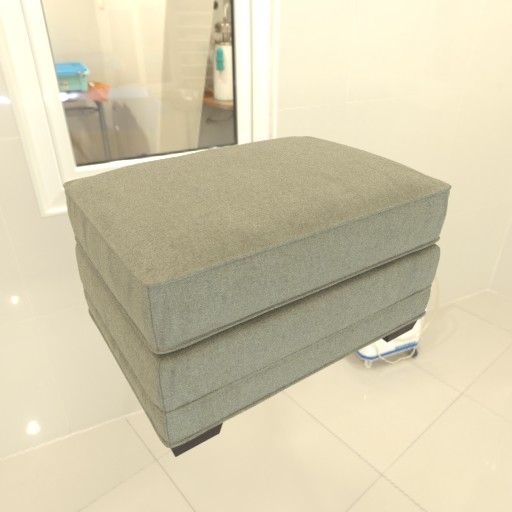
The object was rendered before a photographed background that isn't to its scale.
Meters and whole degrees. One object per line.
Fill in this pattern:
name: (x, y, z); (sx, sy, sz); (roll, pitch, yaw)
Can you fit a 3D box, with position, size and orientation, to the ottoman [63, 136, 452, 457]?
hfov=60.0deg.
ottoman: (0.000, 0.000, 1.225); (0.848, 0.508, 0.611); (-19, 35, -29)
